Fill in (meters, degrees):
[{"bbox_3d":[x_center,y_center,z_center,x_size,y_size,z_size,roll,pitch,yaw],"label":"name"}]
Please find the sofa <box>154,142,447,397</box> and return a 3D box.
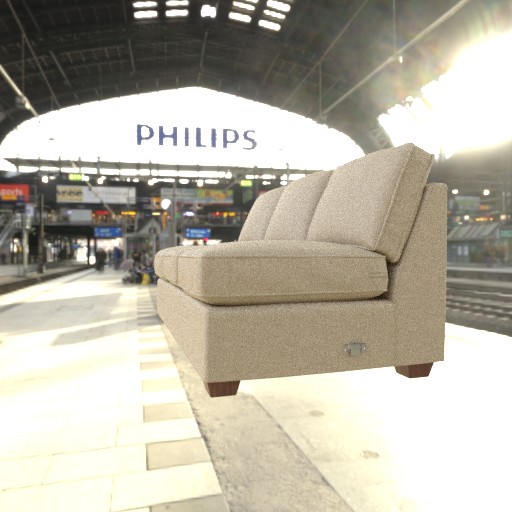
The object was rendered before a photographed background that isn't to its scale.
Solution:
[{"bbox_3d":[0.000,0.000,2.558,1.027,0.973,1.962,0,0,-17],"label":"sofa"}]
